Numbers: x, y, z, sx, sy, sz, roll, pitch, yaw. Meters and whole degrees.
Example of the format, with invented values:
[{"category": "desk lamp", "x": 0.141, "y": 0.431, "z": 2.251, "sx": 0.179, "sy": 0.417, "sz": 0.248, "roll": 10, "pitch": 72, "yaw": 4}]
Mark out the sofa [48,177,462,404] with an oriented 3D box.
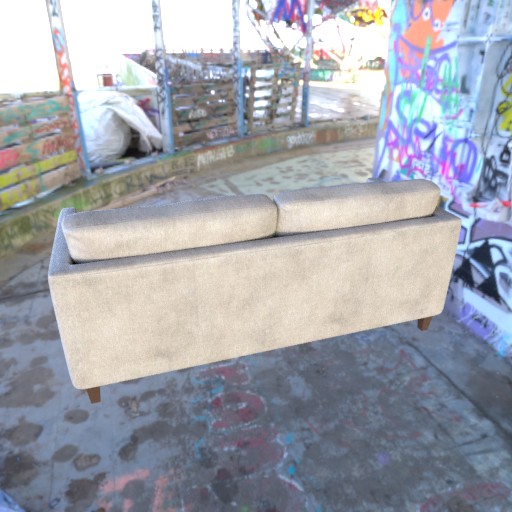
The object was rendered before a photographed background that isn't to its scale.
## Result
[{"category": "sofa", "x": 0.000, "y": 0.000, "z": 2.714, "sx": 2.208, "sy": 0.965, "sz": 0.951, "roll": -8, "pitch": 27, "yaw": -17}]
